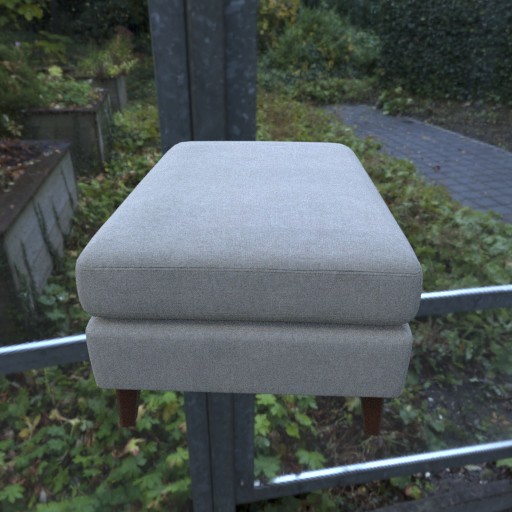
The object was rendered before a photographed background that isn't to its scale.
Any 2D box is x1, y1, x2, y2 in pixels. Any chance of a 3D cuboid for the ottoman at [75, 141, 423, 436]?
[{"bbox_3d":[0.000,0.000,1.180,0.610,0.478,0.823,1,27,2],"label":"ottoman"}]
